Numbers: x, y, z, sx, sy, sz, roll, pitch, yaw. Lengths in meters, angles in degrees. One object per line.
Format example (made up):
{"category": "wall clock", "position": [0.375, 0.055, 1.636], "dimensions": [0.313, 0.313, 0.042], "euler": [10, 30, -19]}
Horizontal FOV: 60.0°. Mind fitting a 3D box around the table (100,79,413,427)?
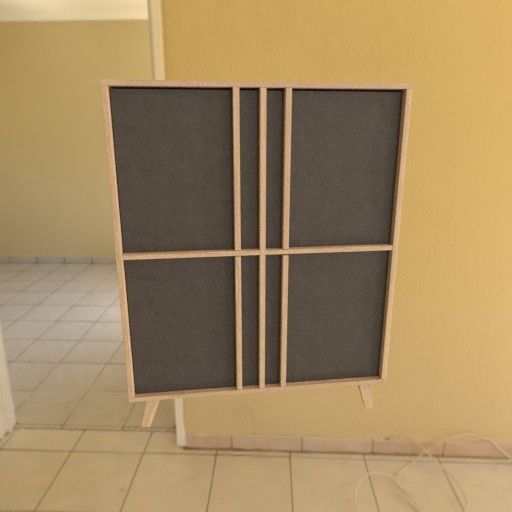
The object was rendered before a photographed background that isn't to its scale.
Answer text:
{"category": "table", "position": [0.000, 0.000, 1.937], "dimensions": [1.111, 1.388, 0.398], "euler": [-2, 16, -7]}
